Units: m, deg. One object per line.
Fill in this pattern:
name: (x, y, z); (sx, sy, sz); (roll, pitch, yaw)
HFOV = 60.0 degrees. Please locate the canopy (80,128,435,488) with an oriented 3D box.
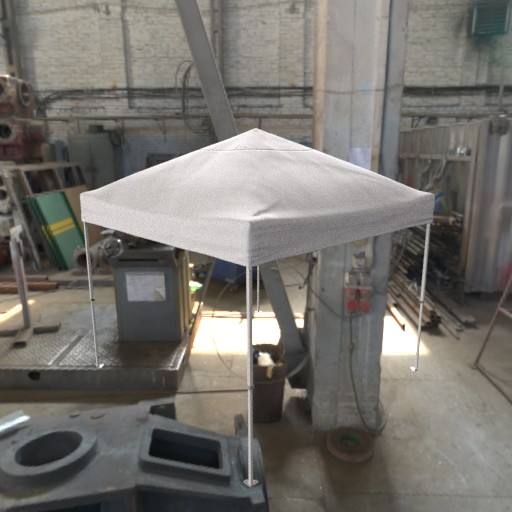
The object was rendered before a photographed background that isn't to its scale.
canopy: (0.000, 0.000, 5.408); (2.998, 2.997, 2.996); (-13, 19, -42)
